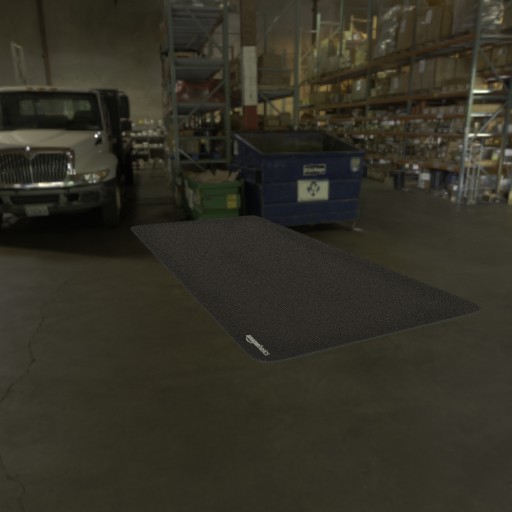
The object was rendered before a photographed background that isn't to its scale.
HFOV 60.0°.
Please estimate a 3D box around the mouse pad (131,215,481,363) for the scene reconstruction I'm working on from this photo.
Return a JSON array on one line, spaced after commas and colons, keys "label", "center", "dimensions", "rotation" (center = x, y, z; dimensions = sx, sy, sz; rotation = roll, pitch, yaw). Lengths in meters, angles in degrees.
[{"label": "mouse pad", "center": [0.000, 0.000, 1.038], "dimensions": [0.424, 0.003, 0.907], "rotation": [-8, 18, -24]}]
